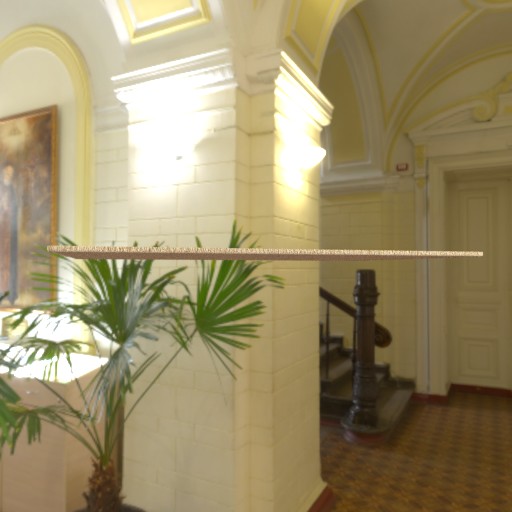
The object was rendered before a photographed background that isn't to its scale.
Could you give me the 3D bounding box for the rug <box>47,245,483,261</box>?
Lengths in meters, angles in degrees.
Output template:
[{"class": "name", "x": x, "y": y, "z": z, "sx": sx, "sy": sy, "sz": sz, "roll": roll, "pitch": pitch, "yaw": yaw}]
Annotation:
[{"class": "rug", "x": 0.000, "y": 0.000, "z": 2.942, "sx": 2.349, "sy": 0.026, "sz": 1.500, "roll": 1, "pitch": -2, "yaw": -18}]
